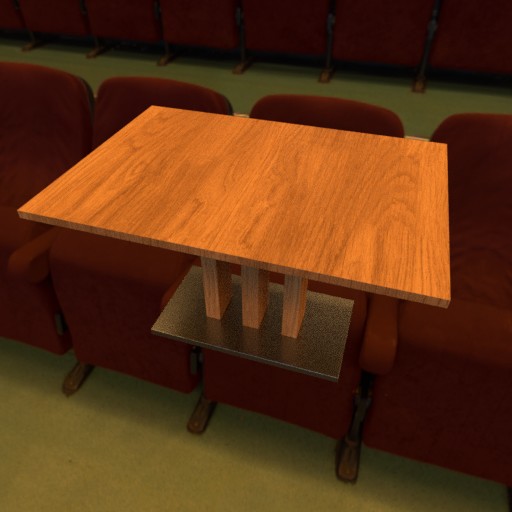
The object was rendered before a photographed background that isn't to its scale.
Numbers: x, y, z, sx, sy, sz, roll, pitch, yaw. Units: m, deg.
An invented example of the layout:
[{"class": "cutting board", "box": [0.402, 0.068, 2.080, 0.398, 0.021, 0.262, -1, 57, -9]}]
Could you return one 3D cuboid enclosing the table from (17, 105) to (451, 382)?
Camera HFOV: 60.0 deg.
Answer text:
[{"class": "table", "box": [0.000, 0.000, 1.826, 1.300, 0.770, 0.900, 12, 42, 13]}]
